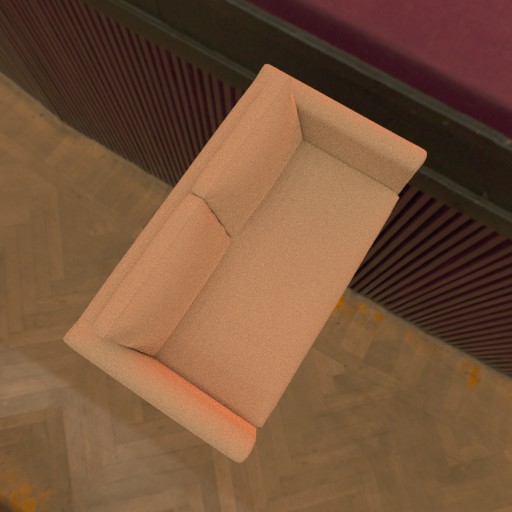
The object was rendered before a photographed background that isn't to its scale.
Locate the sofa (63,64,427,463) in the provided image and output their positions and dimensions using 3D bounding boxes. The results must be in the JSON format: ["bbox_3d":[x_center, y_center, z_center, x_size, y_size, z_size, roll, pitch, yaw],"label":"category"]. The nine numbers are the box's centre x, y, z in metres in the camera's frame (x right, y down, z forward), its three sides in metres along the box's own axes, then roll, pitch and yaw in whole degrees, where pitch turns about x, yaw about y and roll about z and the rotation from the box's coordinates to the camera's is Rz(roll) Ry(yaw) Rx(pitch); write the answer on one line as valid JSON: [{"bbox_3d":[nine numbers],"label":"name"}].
[{"bbox_3d":[0.000,0.000,2.161,0.905,0.873,1.598,32,78,8],"label":"sofa"}]
